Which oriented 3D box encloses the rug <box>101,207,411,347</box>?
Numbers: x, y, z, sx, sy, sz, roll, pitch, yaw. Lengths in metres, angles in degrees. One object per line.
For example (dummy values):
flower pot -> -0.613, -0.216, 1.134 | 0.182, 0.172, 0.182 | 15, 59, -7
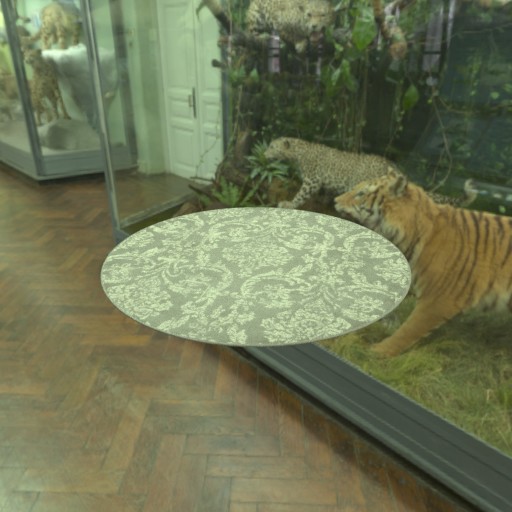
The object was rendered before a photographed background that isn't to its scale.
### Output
rug -> 0.000, 0.000, 2.382 | 1.593, 0.012, 1.593 | 0, 25, 0
